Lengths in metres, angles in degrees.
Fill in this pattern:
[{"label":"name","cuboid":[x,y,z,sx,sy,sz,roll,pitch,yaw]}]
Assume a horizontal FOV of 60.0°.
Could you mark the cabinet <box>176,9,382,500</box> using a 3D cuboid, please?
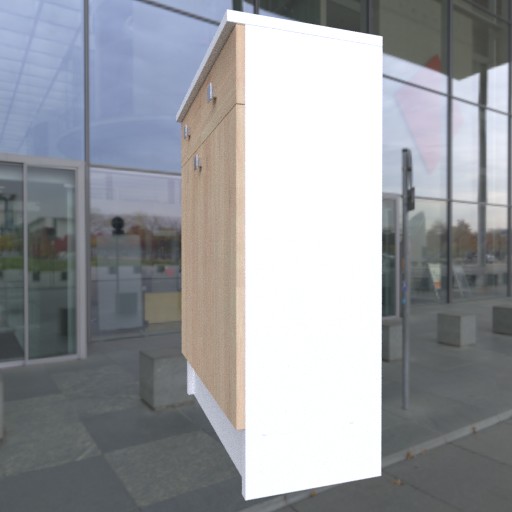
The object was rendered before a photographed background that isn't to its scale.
[{"label":"cabinet","cuboid":[0.000,0.000,1.060,0.296,0.815,0.600,0,1,-18]}]
